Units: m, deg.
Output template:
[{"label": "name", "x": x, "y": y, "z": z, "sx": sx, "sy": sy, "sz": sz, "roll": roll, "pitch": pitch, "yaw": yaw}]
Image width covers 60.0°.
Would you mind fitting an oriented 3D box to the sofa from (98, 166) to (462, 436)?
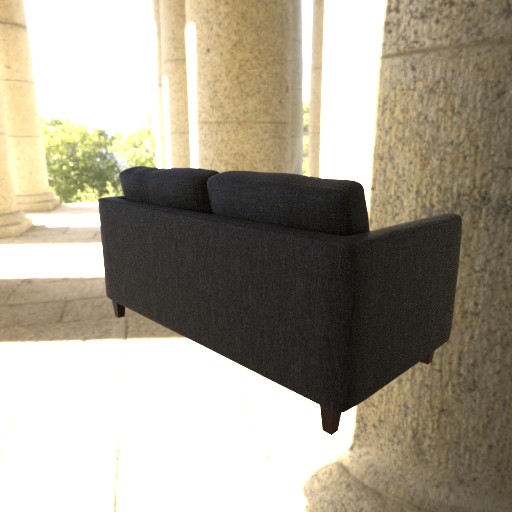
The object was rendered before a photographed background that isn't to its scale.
[{"label": "sofa", "x": 0.000, "y": 0.000, "z": 2.461, "sx": 0.950, "sy": 0.963, "sz": 1.884, "roll": -13, "pitch": 19, "yaw": -43}]
